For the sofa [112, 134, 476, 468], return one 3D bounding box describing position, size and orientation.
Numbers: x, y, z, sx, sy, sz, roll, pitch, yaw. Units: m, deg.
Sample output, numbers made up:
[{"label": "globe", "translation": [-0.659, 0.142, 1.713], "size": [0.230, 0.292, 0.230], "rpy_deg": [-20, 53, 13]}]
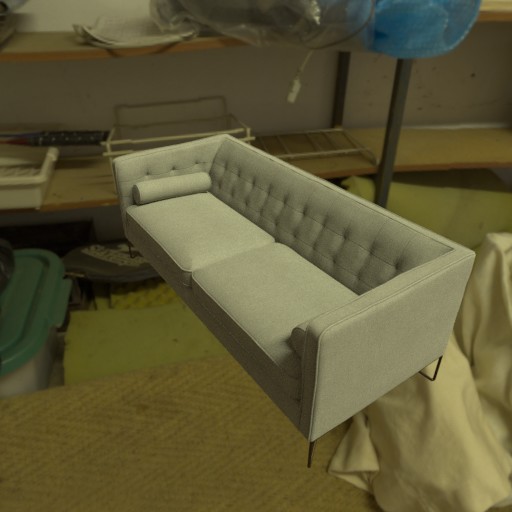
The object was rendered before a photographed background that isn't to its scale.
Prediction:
[{"label": "sofa", "translation": [0.000, 0.000, 2.609], "size": [0.912, 0.798, 2.079], "rpy_deg": [-20, 38, -29]}]
